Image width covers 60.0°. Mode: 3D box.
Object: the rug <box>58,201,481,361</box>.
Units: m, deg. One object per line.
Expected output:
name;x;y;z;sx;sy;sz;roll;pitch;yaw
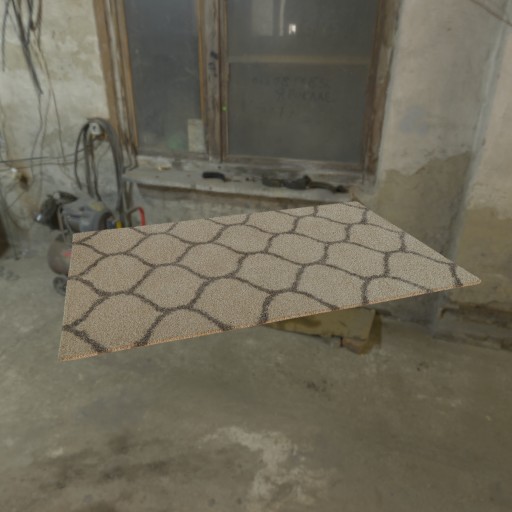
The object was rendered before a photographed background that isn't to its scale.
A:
rug;0.000;0.000;2.947;2.348;0.024;1.501;-8;27;-16
